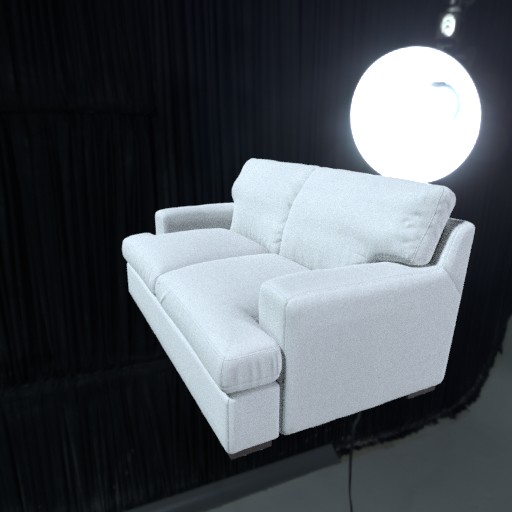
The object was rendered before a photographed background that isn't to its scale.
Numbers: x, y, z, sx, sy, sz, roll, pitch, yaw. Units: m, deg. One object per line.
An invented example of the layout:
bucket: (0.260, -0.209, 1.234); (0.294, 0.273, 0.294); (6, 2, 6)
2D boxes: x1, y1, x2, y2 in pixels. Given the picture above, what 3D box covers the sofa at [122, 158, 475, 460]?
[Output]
sofa: (0.000, 0.000, 2.428); (1.143, 0.940, 1.880); (-8, 18, -25)
